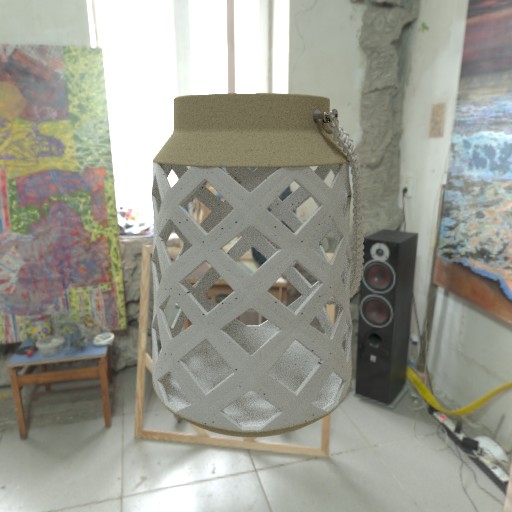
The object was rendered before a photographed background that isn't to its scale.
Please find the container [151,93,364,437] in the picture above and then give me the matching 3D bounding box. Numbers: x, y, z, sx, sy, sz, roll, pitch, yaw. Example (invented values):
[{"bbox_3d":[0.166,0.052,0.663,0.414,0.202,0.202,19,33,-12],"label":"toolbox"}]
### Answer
[{"bbox_3d":[0.000,0.000,0.343,0.172,0.229,0.163,-15,22,-43],"label":"container"}]
